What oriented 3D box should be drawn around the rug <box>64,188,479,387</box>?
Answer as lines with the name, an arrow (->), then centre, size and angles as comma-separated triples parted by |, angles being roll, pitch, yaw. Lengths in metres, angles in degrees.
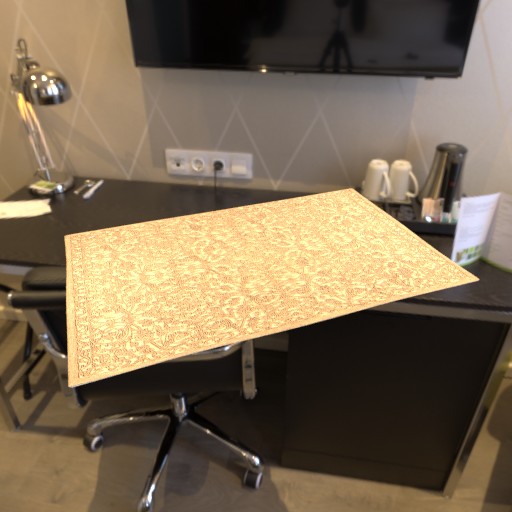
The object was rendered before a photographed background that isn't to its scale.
rug -> 0.000, 0.000, 3.018 | 2.435, 0.012, 1.529 | -11, 34, -18
